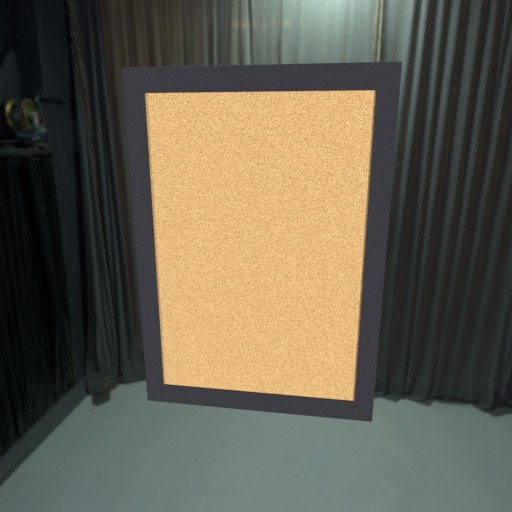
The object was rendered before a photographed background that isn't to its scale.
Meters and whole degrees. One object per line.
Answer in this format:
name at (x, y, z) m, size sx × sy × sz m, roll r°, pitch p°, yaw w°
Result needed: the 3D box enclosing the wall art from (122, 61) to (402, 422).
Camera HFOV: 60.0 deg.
wall art at (0.000, 0.000, 0.663) m, size 0.374 × 0.529 × 0.012 m, roll 2°, pitch 16°, yaw 8°
